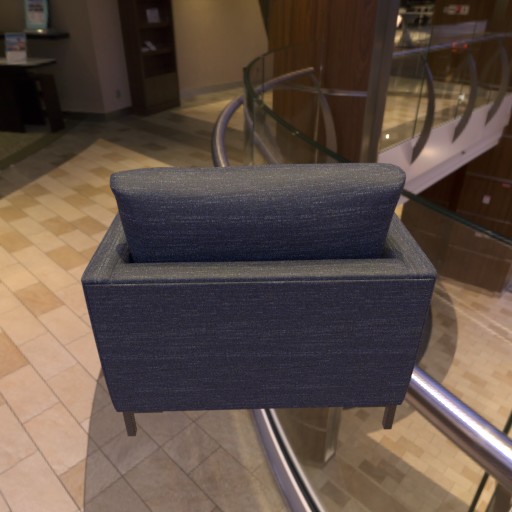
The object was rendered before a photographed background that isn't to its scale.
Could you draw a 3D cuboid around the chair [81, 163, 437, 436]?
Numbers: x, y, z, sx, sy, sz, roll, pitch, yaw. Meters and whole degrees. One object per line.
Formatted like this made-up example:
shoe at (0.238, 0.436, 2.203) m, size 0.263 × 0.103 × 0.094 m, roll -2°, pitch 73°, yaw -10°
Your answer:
chair at (0.000, 0.000, 1.606) m, size 0.963 × 0.861 × 0.866 m, roll -1°, pitch 30°, yaw -2°
